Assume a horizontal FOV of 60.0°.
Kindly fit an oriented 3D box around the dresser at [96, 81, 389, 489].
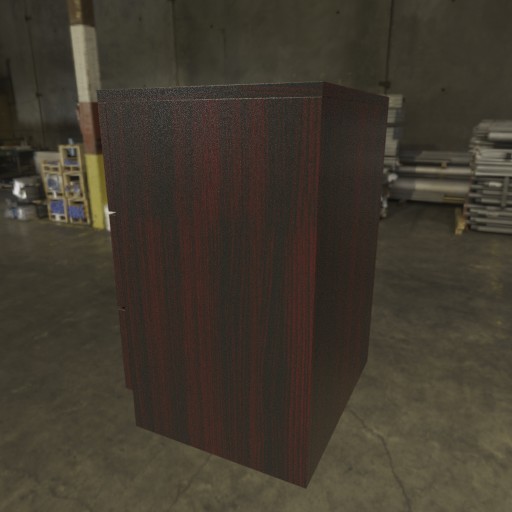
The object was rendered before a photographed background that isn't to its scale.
[{"bbox_3d":[0.000,0.000,0.816,0.360,0.560,0.400,8,19,25],"label":"dresser"}]
